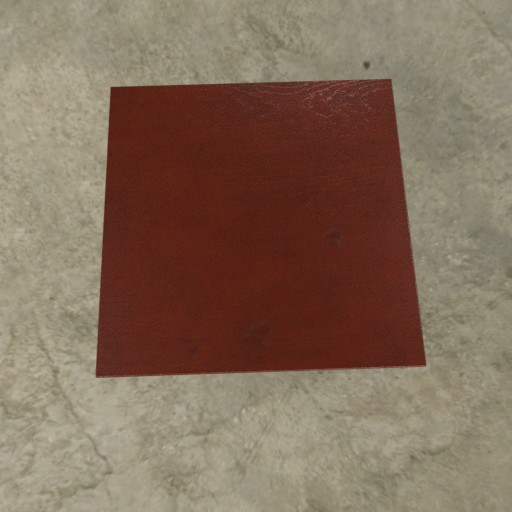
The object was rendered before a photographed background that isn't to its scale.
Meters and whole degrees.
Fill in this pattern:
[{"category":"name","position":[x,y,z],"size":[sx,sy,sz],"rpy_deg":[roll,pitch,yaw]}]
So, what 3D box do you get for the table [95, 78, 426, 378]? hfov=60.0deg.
[{"category":"table","position":[0.000,0.000,1.000],"size":[0.523,0.558,0.522],"rpy_deg":[1,76,0]}]
